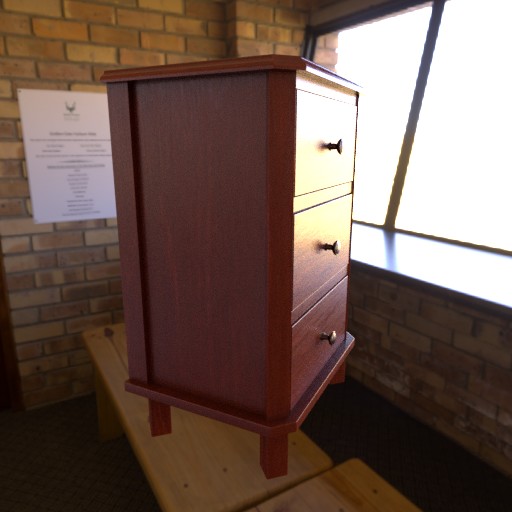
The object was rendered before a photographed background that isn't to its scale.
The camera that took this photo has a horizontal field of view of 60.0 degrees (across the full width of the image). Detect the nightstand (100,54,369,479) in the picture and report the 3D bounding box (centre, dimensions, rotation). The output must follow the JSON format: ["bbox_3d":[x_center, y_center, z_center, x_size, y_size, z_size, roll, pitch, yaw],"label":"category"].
[{"bbox_3d":[0.000,0.000,0.912,0.351,0.681,0.435,7,16,26],"label":"nightstand"}]
